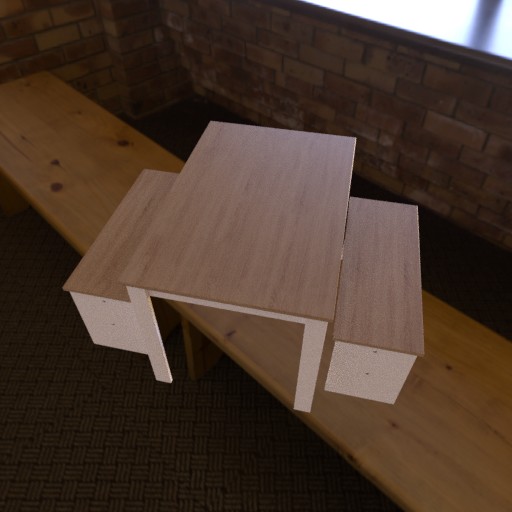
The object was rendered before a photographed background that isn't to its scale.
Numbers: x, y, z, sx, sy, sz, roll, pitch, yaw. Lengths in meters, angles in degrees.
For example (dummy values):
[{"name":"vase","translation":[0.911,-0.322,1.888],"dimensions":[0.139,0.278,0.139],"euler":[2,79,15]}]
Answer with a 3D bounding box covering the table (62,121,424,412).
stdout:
[{"name":"table","translation":[0.000,0.000,2.069],"dimensions":[1.443,0.700,1.100],"euler":[9,47,9]}]
